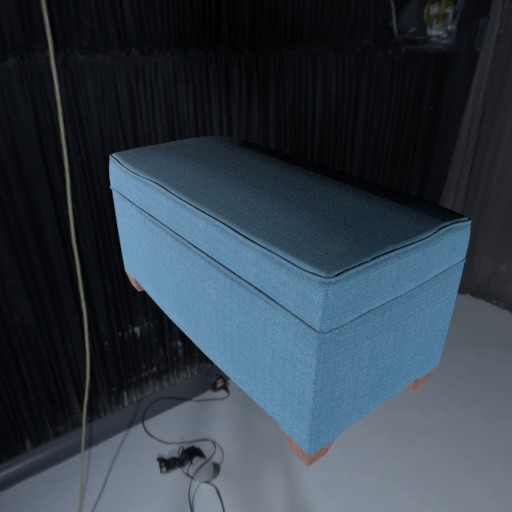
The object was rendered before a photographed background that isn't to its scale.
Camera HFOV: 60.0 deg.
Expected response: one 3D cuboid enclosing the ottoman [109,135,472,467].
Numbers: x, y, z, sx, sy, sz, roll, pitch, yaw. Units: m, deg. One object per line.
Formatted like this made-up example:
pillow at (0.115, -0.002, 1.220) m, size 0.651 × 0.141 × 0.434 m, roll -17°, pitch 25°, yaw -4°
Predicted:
ottoman at (0.000, 0.000, 1.215) m, size 0.474 × 0.474 × 0.943 m, roll -19°, pitch 34°, yaw -32°
